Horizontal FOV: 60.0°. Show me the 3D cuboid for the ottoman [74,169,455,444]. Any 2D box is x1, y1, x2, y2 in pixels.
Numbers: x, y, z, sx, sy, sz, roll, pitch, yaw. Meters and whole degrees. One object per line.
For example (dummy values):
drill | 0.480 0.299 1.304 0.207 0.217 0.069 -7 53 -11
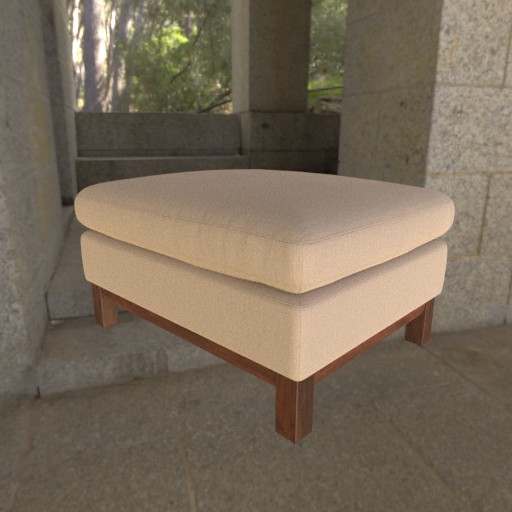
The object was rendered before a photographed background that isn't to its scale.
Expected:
ottoman | 0.000 0.000 1.128 0.771 0.420 0.606 15 22 42
